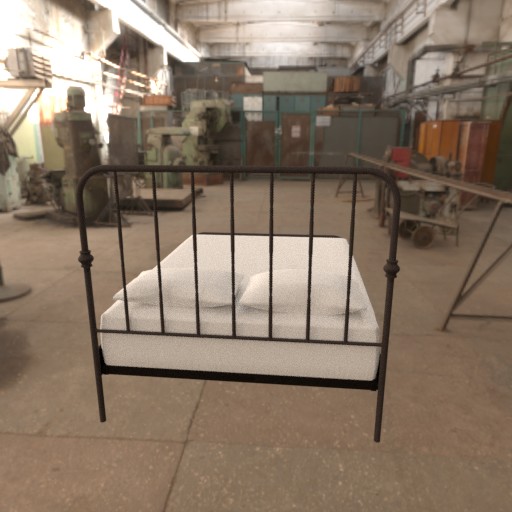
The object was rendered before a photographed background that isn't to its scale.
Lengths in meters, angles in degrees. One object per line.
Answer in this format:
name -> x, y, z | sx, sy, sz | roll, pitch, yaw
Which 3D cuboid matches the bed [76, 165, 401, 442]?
bed -> 0.000, 0.000, 3.259 | 1.616, 1.446, 2.134 | 2, 16, 6
